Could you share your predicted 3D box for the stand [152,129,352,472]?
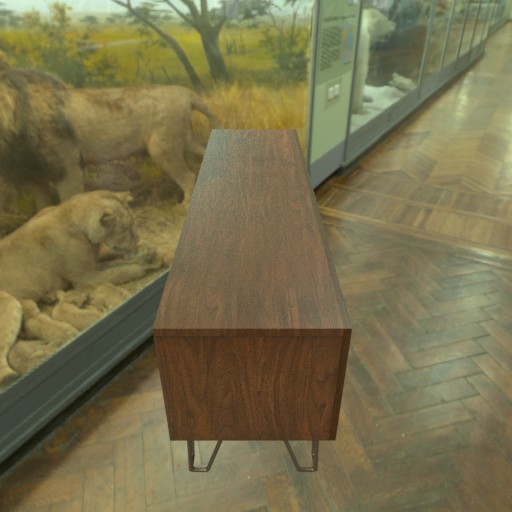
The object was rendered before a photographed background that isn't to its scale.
[{"bbox_3d":[0.000,0.000,1.866,0.481,0.610,1.626,0,32,0],"label":"stand"}]
